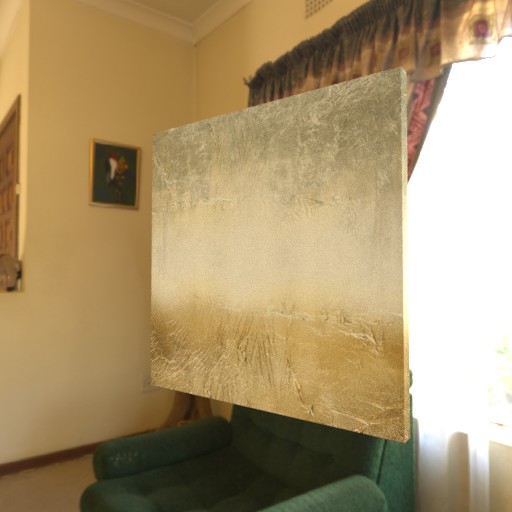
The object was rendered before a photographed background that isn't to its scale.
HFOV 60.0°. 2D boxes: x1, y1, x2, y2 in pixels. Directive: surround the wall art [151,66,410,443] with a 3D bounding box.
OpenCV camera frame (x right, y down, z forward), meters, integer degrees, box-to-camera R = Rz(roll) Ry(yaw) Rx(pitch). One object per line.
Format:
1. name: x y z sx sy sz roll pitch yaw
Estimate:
1. wall art: 0.000 0.000 1.627 1.092 1.091 0.051 -1 -2 36
